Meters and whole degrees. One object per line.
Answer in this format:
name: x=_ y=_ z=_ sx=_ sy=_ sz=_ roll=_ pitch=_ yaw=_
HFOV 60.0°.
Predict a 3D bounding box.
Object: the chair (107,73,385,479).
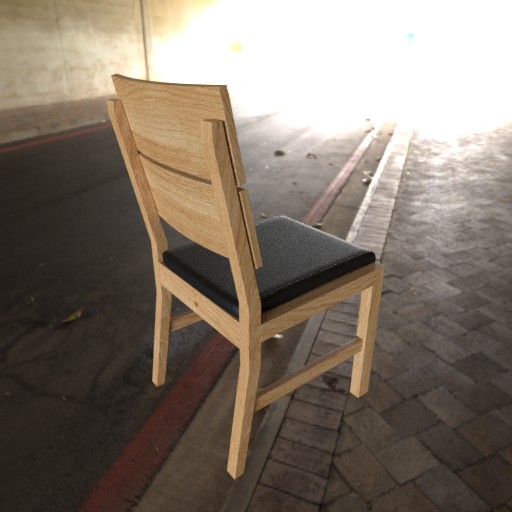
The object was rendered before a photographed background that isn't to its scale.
chair: x=0.000 y=0.000 z=1.251 sx=0.569 sy=0.950 sz=0.475 roll=-18 pitch=31 yaw=-34
